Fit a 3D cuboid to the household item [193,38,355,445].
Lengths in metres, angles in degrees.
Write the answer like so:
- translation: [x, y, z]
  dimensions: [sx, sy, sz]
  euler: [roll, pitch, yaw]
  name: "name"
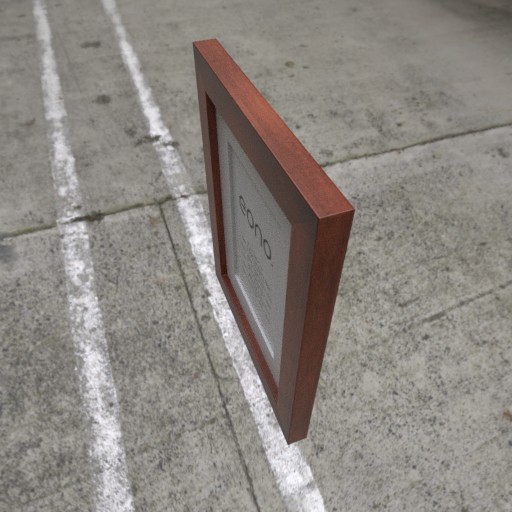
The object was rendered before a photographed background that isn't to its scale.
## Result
- translation: [0.000, 0.000, 0.342]
  dimensions: [0.020, 0.250, 0.200]
  euler: [-15, 49, -14]
  name: "household item"
